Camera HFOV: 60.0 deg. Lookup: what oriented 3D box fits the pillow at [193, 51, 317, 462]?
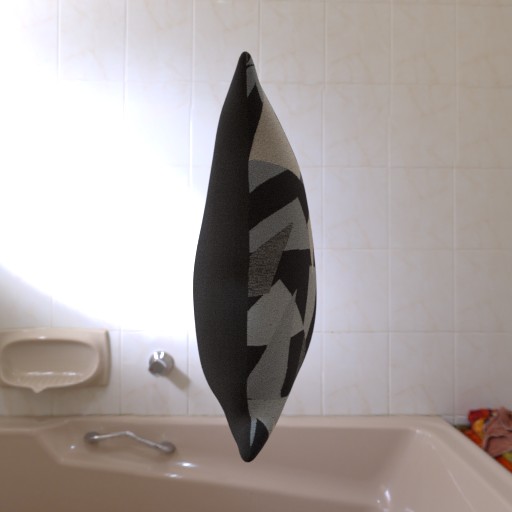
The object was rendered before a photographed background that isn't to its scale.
[{"bbox_3d":[0.000,0.000,0.772,0.208,0.496,0.503,0,-1,1],"label":"pillow"}]
